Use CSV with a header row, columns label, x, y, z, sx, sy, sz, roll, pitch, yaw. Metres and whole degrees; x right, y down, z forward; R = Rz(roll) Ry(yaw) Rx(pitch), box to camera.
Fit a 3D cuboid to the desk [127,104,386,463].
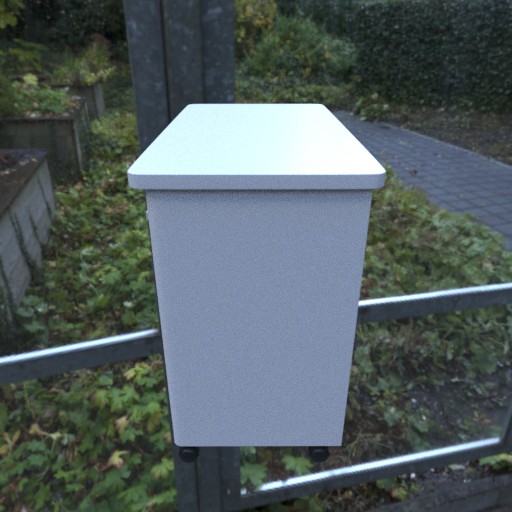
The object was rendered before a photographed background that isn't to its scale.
label,x,y,z,sx,sy,sz,roll,pitch,yaw
desk,0.000,0.000,1.345,0.475,0.763,0.877,0,27,0
